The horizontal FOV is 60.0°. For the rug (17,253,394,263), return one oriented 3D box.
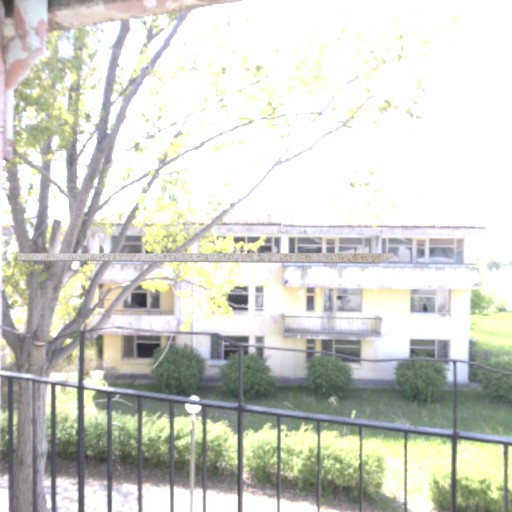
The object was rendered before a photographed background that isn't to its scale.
[{"bbox_3d":[0.000,0.000,2.064,1.199,0.025,1.600,0,0,18],"label":"rug"}]
